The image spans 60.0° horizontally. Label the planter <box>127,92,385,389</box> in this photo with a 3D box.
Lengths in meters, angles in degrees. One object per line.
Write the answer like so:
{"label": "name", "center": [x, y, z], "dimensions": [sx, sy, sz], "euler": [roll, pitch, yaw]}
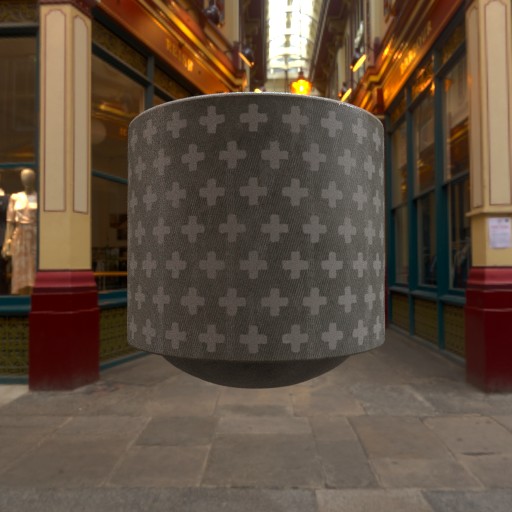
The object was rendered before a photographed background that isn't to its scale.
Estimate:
{"label": "planter", "center": [0.000, 0.000, 0.449], "dimensions": [0.250, 0.239, 0.250], "euler": [0, -1, 0]}
